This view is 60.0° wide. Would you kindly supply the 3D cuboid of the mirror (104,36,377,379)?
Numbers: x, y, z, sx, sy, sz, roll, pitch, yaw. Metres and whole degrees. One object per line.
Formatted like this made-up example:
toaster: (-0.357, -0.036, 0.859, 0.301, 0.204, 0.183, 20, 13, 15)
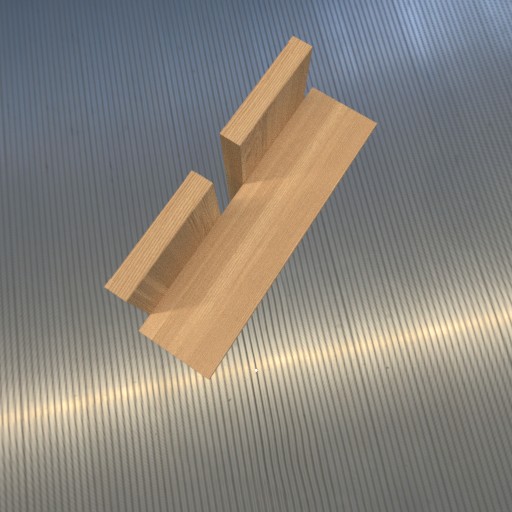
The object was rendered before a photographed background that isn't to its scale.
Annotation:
mirror: (0.000, 0.000, 1.541, 0.260, 1.250, 0.800, 32, 78, 8)
